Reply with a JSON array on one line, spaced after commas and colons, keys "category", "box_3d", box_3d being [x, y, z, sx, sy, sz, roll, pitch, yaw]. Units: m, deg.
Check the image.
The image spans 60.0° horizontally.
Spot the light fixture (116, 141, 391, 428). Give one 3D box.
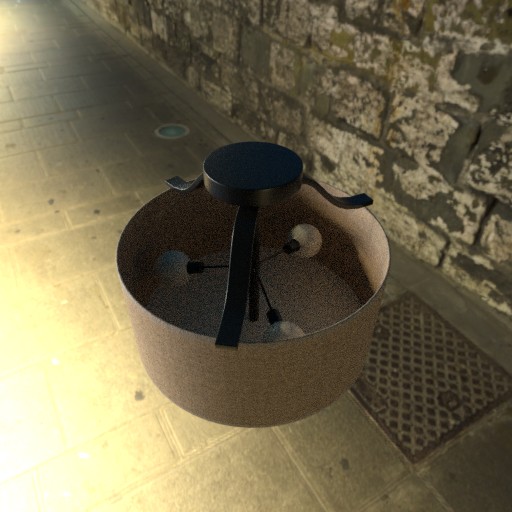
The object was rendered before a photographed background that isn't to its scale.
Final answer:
[{"category": "light fixture", "box_3d": [0.000, 0.000, 0.655, 0.390, 0.306, 0.390, 0, 40, 0]}]
